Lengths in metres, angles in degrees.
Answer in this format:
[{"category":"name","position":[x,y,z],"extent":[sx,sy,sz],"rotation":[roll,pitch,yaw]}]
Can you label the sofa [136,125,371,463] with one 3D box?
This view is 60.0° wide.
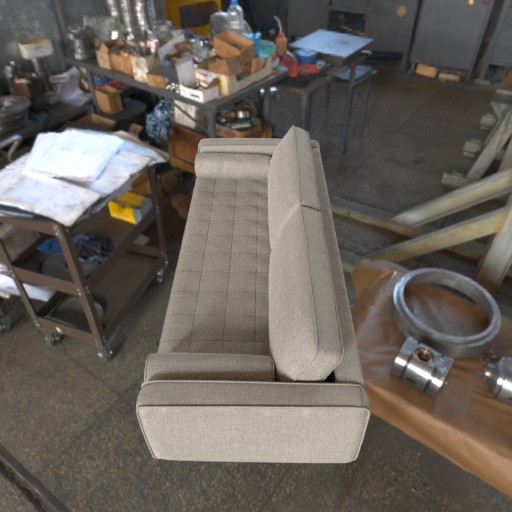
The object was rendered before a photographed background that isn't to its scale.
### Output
[{"category":"sofa","position":[0.000,0.000,2.597],"extent":[0.914,0.762,2.211],"rotation":[1,41,1]}]
